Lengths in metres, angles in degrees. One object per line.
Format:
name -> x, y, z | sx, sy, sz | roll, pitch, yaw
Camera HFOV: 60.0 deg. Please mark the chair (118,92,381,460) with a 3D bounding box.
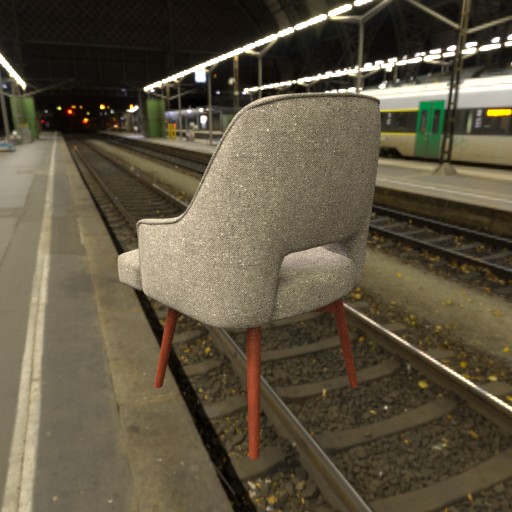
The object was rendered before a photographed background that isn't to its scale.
chair -> 0.000, 0.000, 1.304 | 0.608, 0.875, 0.629 | -16, 23, -42
